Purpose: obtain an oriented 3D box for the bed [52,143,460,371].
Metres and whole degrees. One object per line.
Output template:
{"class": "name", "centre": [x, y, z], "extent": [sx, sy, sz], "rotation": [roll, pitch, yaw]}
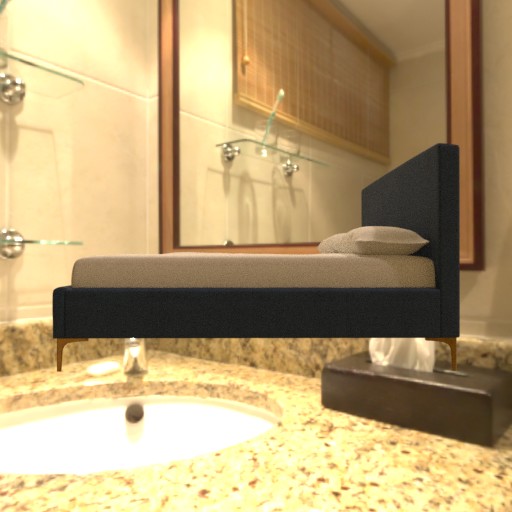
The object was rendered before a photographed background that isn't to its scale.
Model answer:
{"class": "bed", "centre": [0.000, 0.000, 3.202], "extent": [2.172, 1.231, 1.723], "rotation": [0, 0, 0]}
